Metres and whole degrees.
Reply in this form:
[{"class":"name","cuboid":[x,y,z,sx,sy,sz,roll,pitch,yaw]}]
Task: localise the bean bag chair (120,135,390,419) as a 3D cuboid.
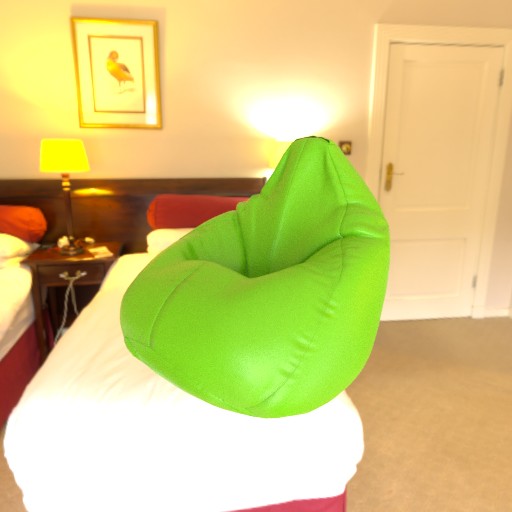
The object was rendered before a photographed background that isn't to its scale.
[{"class":"bean bag chair","cuboid":[0.000,0.000,1.875,1.070,0.990,1.070,14,20,43]}]
